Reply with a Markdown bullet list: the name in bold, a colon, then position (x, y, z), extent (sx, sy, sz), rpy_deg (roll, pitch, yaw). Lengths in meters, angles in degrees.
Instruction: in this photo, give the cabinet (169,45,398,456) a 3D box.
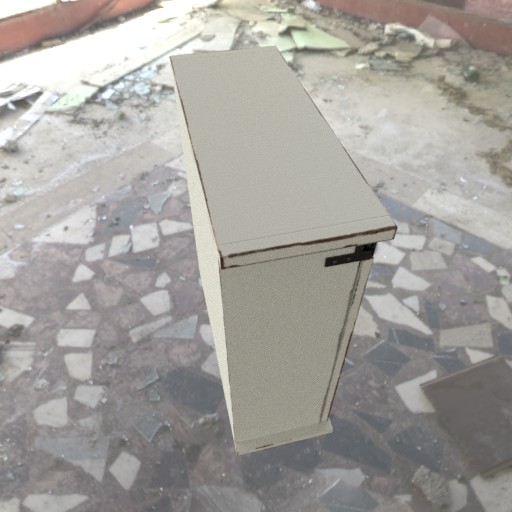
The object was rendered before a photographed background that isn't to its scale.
- **cabinet**: position (0.000, 0.000, 0.897), extent (0.210, 0.603, 0.541), rpy_deg (-10, 47, -9)
